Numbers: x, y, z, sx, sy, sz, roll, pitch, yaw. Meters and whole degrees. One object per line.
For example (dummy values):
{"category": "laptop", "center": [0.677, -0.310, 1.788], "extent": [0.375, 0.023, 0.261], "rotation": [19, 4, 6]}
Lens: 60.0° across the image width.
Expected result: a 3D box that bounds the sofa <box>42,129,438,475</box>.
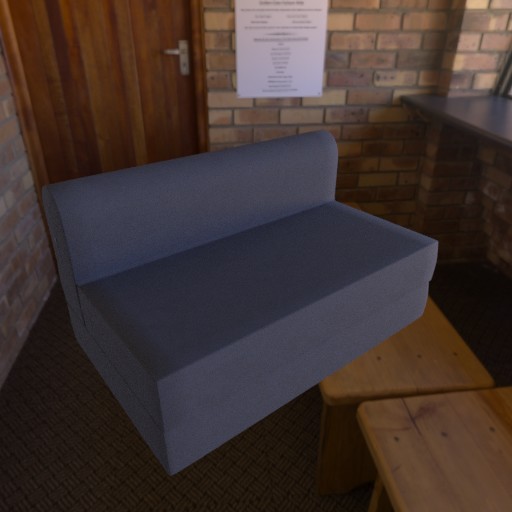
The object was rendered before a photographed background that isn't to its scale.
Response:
{"category": "sofa", "center": [0.000, 0.000, 1.637], "extent": [1.219, 0.660, 0.762], "rotation": [-21, 35, -33]}
